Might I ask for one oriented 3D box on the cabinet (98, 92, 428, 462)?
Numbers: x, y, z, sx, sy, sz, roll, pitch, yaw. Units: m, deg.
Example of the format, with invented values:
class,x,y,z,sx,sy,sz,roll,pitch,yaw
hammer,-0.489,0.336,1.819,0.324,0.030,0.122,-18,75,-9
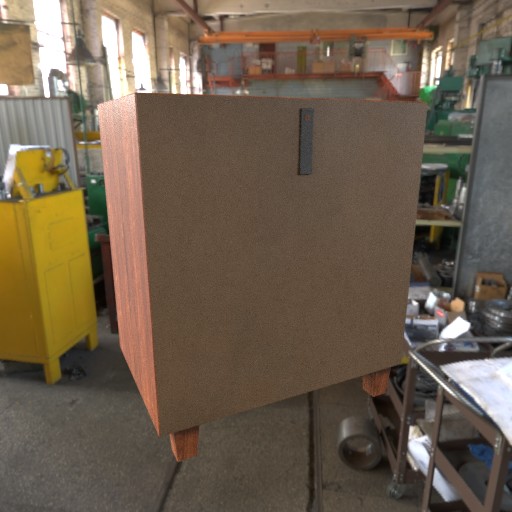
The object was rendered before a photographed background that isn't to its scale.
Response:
class,x,y,z,sx,sy,sz,roll,pitch,yaw
cabinet,0.000,0.000,1.065,0.607,0.695,0.410,-8,18,-25
